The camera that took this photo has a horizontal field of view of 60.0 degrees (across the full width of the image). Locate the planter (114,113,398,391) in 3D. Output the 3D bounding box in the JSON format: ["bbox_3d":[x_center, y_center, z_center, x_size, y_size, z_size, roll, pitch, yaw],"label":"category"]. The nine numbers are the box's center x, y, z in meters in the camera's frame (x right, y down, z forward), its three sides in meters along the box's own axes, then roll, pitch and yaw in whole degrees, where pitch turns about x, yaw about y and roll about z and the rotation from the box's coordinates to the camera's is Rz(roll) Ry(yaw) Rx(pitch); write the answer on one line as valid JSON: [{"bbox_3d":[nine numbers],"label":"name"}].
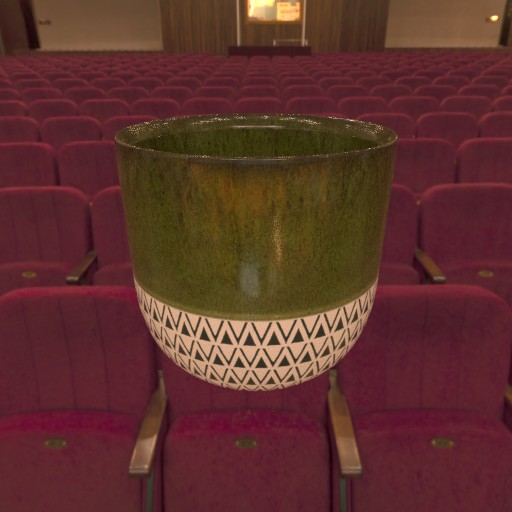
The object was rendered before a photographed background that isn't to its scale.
[{"bbox_3d":[0.000,0.000,0.486,0.266,0.270,0.266,0,24,0],"label":"planter"}]
